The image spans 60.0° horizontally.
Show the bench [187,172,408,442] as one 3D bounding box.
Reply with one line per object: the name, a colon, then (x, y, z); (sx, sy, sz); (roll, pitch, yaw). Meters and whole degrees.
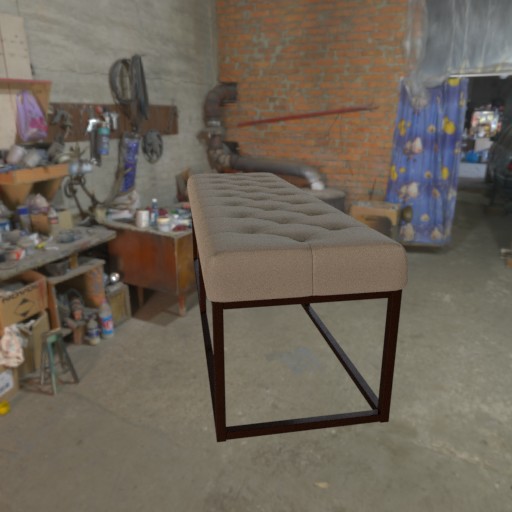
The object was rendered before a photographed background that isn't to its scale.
bench: (0.000, 0.000, 1.734); (0.479, 0.488, 1.488); (-3, 17, -9)
